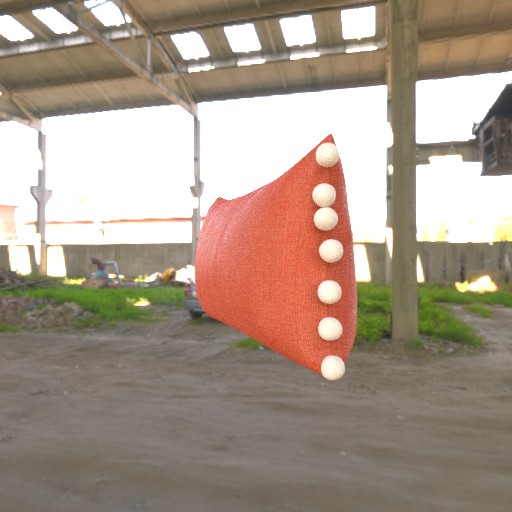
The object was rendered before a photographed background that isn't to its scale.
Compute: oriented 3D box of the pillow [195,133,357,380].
[{"bbox_3d":[0.000,0.000,0.852,0.201,0.322,0.709,0,-1,-17],"label":"pillow"}]
